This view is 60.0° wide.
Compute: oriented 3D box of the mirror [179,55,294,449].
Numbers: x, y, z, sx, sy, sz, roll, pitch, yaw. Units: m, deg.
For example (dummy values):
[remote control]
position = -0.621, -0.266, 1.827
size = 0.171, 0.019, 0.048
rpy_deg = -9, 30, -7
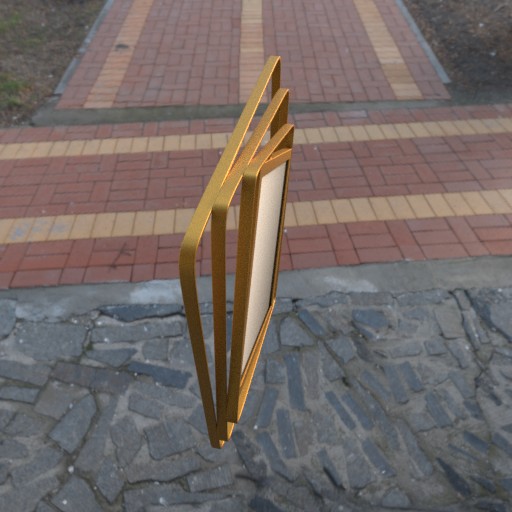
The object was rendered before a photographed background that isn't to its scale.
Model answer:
[mirror]
position = 0.000, 0.000, 0.705
size = 0.045, 0.468, 0.470
rpy_deg = 9, 47, 8
